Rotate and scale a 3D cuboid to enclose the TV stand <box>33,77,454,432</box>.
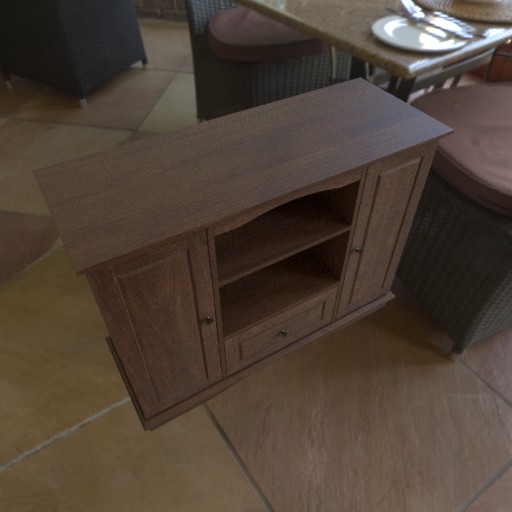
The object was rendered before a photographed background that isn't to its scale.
[{"bbox_3d":[0.000,0.000,1.473,1.067,0.813,0.406,-23,50,-21],"label":"TV stand"}]
